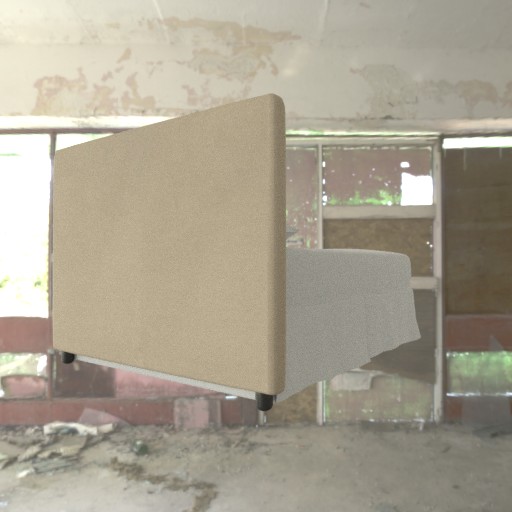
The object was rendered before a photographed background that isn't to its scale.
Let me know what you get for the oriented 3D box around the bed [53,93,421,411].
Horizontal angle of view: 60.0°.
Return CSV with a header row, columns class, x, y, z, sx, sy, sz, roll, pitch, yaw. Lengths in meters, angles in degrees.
class,x,y,z,sx,sy,sz,roll,pitch,yaw
bed,0.000,0.000,3.133,1.723,1.330,2.142,0,-1,36
